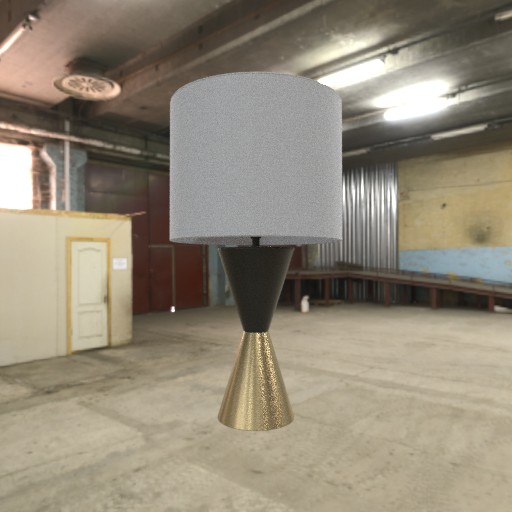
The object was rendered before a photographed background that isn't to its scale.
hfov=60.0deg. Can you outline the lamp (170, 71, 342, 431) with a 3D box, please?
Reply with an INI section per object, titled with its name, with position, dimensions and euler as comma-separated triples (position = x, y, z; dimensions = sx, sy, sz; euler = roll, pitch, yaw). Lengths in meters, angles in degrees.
[lamp]
position = 0.000, 0.000, 0.796
dimensions = 0.304, 0.573, 0.304
euler = 0, -1, -19
